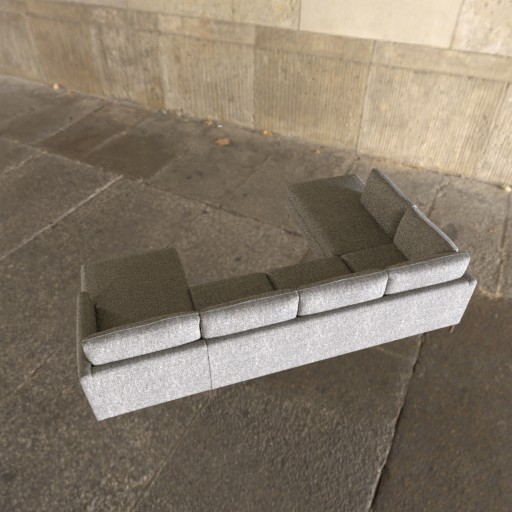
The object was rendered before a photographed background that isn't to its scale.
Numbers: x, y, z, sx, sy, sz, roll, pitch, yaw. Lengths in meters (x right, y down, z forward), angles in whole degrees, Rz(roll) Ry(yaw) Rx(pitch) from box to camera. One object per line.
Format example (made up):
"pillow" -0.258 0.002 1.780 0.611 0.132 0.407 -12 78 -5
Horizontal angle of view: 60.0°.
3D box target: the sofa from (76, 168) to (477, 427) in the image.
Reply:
"sofa" 0.000 0.000 3.590 2.737 0.756 1.879 -11 42 -13
